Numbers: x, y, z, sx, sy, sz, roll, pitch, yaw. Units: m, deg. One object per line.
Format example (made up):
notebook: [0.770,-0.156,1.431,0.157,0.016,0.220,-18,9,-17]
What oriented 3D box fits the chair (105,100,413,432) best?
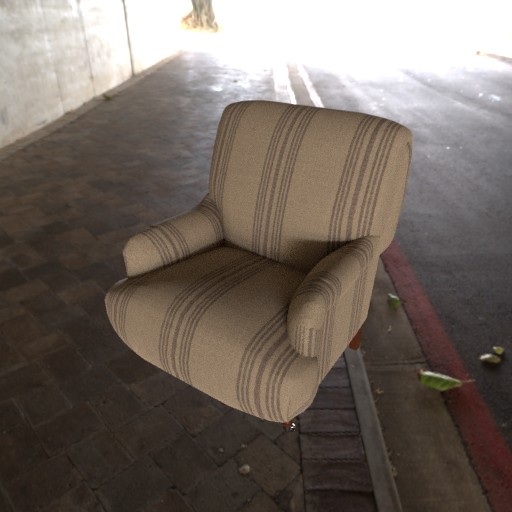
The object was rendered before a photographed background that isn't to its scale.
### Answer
chair: [0.000,0.000,1.601,0.813,0.940,0.914,18,34,29]
